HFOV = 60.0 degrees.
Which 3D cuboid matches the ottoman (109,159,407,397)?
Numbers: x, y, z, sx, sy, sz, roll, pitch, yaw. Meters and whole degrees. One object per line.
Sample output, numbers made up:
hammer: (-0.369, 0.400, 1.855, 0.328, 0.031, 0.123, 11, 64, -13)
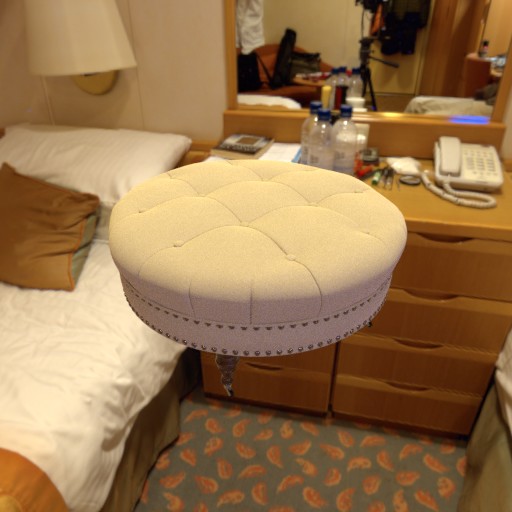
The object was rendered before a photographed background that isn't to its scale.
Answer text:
ottoman: (0.000, 0.000, 1.438, 0.901, 0.439, 0.901, 0, 30, 0)
